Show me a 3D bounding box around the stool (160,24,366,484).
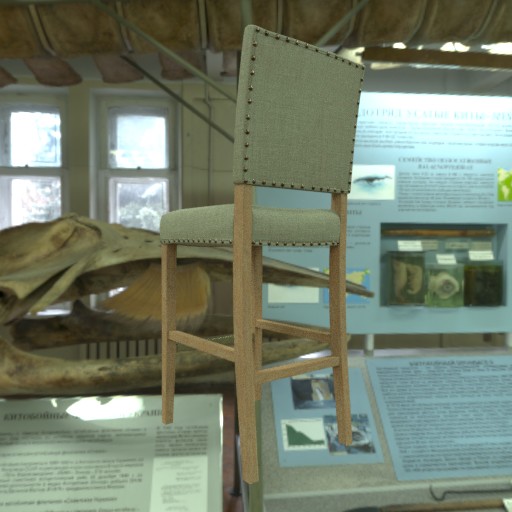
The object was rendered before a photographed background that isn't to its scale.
[{"bbox_3d":[0.000,0.000,1.484,0.445,1.203,0.585,-1,2,-37],"label":"stool"}]
